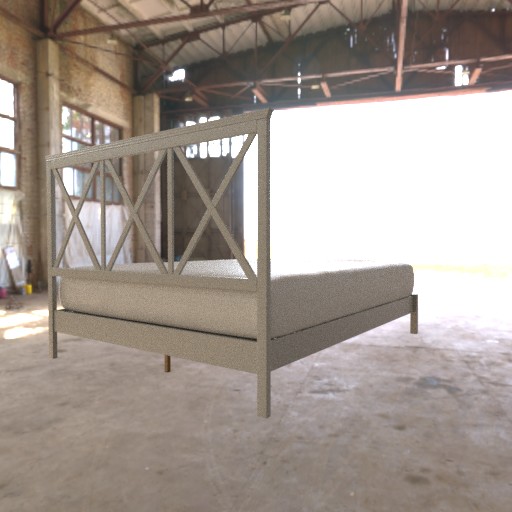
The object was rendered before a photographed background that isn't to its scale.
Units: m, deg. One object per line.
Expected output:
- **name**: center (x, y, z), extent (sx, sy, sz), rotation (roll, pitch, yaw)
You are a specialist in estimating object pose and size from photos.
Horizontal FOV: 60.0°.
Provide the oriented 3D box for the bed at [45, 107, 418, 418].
- **bed**: center (0.000, 0.000, 3.130), extent (1.673, 1.253, 2.135), rotation (1, 2, 36)
